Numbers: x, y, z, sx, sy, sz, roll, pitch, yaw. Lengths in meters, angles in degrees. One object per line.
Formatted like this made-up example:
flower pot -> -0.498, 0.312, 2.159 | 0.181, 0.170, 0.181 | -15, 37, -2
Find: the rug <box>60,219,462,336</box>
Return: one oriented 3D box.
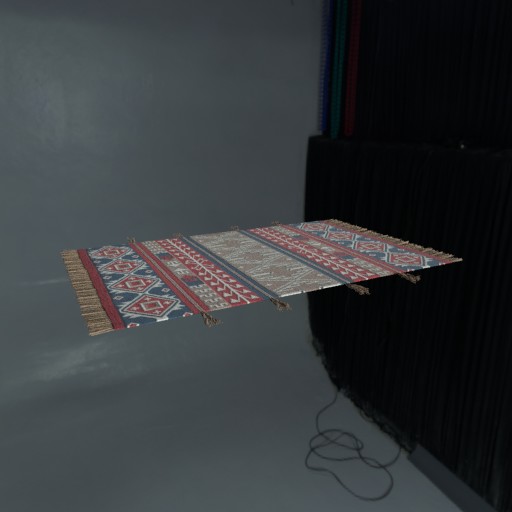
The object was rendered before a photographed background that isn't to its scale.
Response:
rug -> 0.000, 0.000, 2.577 | 2.025, 0.040, 1.469 | -8, 19, -26
